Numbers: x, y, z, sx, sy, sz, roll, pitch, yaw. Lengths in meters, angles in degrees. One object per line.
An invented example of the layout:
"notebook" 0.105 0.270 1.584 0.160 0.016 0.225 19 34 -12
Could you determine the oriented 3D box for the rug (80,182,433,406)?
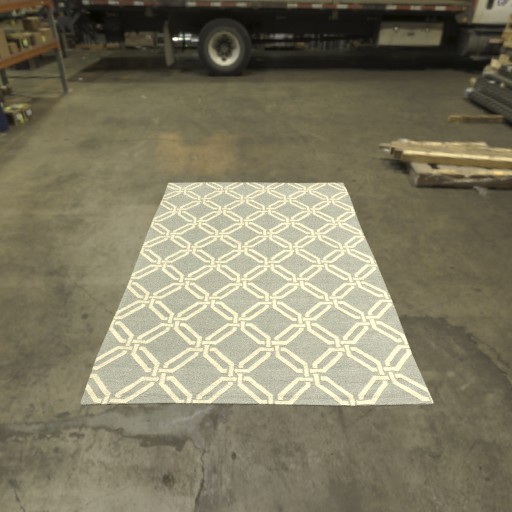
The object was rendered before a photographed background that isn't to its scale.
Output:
"rug" 0.000 0.000 2.150 1.148 0.010 1.754 0 33 0
